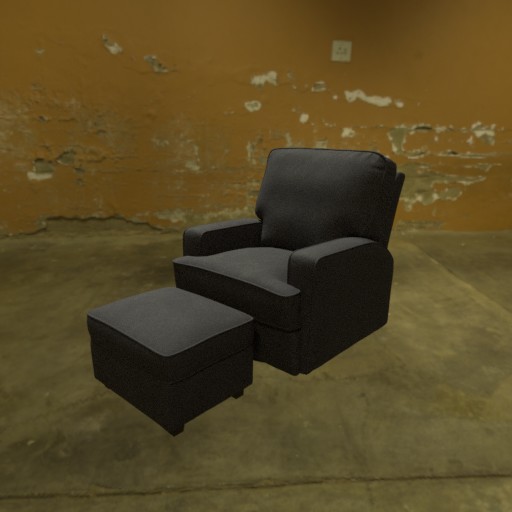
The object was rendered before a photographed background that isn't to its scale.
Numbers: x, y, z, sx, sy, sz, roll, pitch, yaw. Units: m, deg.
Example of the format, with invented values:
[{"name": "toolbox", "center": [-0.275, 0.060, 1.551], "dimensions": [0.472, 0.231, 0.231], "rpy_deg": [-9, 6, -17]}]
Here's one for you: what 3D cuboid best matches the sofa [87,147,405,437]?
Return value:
[{"name": "sofa", "center": [0.000, 0.000, 2.088], "dimensions": [0.861, 0.959, 1.472], "rpy_deg": [14, 21, 41]}]
